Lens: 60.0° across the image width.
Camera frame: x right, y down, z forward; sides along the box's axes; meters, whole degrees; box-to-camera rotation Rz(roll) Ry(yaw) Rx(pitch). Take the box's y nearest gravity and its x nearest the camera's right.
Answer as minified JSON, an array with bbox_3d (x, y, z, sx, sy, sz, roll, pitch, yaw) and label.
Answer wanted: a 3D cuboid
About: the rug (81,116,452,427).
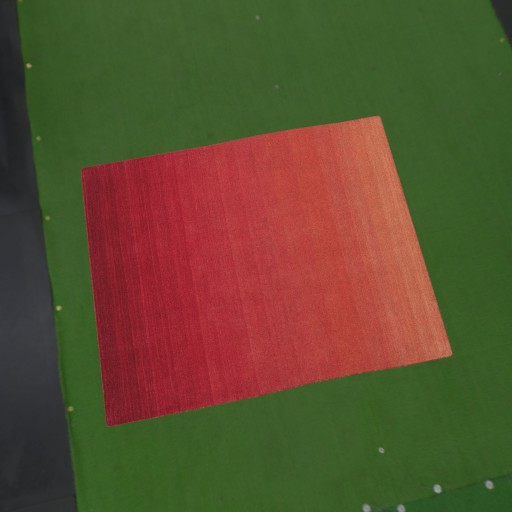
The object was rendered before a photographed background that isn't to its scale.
[{"bbox_3d":[0.000,0.000,3.934,2.905,0.028,2.340,-11,75,-3],"label":"rug"}]
